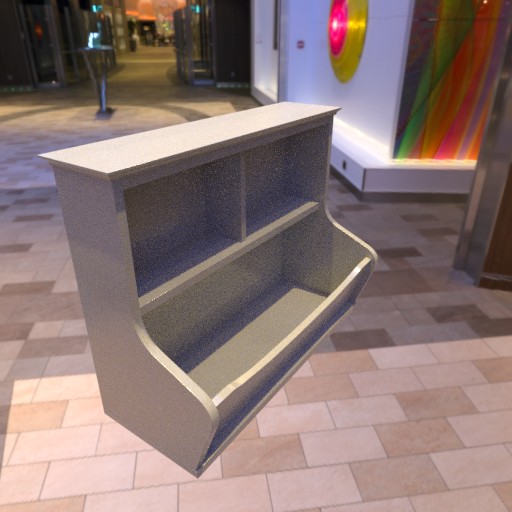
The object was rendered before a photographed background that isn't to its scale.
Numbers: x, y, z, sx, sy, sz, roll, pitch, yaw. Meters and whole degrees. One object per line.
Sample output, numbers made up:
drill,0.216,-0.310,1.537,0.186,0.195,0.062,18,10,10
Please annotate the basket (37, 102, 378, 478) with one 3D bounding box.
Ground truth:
basket,0.000,0.000,1.075,0.350,0.600,0.780,18,32,31
